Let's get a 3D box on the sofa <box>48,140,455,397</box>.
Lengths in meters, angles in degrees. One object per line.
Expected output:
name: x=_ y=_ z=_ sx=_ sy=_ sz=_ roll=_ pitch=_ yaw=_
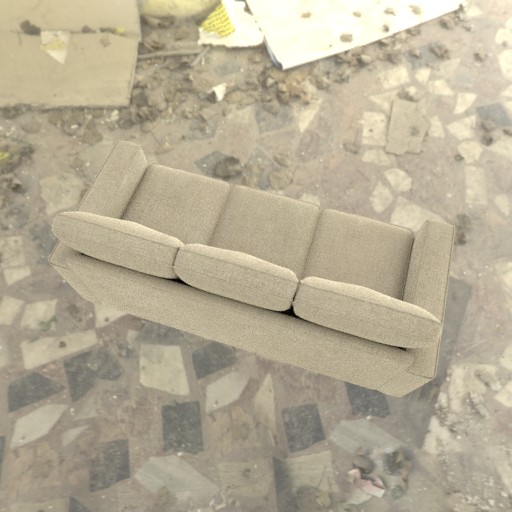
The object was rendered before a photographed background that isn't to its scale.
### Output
sofa: x=0.000 y=0.000 z=2.630 sx=2.133 sy=0.965 sz=0.939 roll=16 pitch=65 yaw=8
